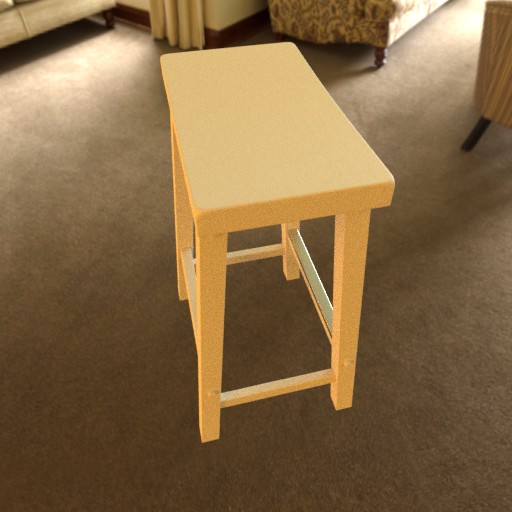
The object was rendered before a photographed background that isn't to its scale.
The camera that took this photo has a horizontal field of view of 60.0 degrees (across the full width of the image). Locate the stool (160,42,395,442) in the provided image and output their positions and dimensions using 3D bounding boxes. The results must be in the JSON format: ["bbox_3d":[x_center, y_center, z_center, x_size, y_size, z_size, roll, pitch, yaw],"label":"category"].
[{"bbox_3d":[0.000,0.000,0.836,0.322,0.610,0.406,-10,48,-9],"label":"stool"}]
